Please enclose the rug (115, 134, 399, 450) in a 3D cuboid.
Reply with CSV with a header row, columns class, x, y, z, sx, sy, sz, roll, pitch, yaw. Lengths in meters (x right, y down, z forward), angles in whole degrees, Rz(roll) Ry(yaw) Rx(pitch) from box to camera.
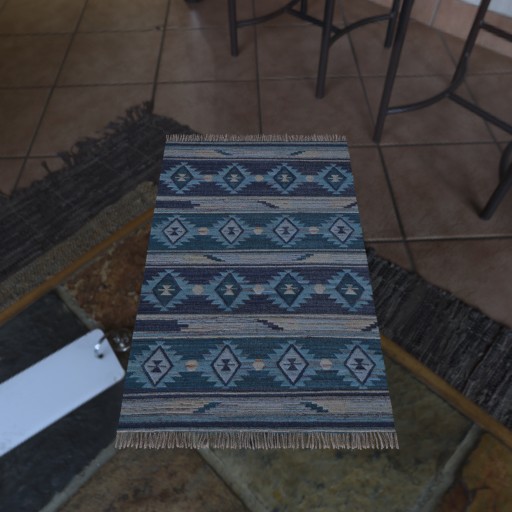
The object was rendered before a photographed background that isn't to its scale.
class,x,y,z,sx,sy,sz,roll,pitch,yaw
rug,0.000,0.000,2.370,1.181,0.028,1.936,0,56,0
